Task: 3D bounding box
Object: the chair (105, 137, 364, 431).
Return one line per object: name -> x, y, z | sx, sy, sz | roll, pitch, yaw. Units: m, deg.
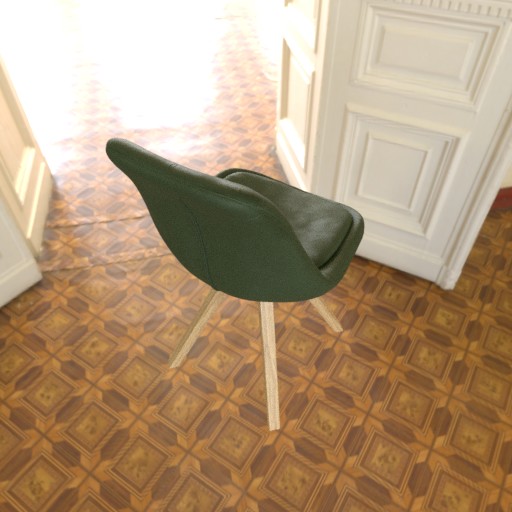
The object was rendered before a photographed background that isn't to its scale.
chair -> 0.000, 0.000, 1.166 | 0.483, 0.865, 0.547 | 25, 51, 22
